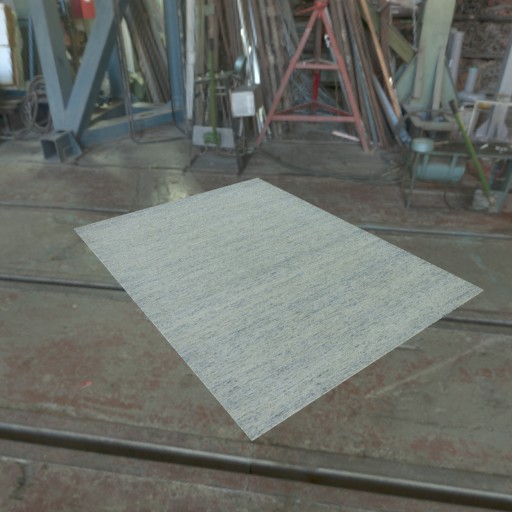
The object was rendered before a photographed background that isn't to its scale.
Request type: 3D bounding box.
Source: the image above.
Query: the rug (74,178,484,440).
[{"bbox_3d":[0.000,0.000,4.233,2.438,0.006,3.197,-21,37,-31],"label":"rug"}]
